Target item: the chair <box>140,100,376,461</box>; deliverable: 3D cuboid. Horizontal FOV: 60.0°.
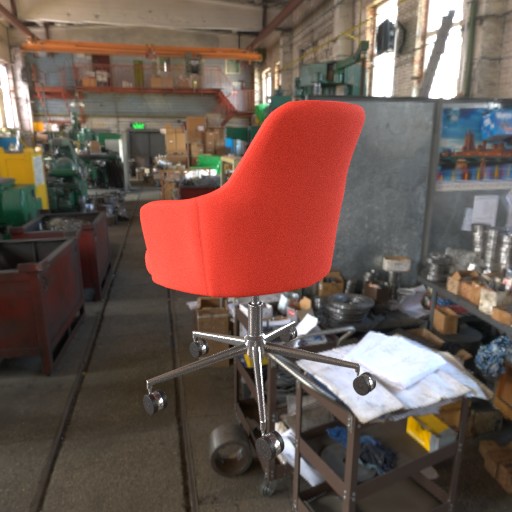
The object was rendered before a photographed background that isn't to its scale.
[{"bbox_3d":[0.000,0.000,1.289,0.600,0.820,0.655,14,20,42],"label":"chair"}]
